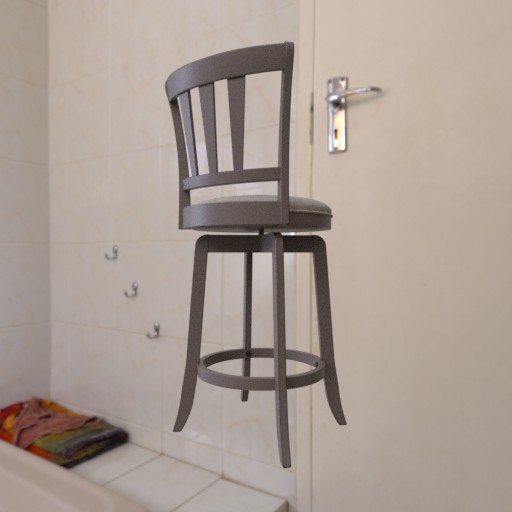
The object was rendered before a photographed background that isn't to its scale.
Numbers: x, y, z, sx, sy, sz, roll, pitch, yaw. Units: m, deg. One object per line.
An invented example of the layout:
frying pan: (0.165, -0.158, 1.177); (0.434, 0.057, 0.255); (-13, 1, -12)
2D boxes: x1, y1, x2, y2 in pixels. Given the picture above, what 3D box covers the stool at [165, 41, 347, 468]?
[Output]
stool: (0.000, 0.000, 1.299); (0.436, 1.023, 0.475); (0, 0, 35)
